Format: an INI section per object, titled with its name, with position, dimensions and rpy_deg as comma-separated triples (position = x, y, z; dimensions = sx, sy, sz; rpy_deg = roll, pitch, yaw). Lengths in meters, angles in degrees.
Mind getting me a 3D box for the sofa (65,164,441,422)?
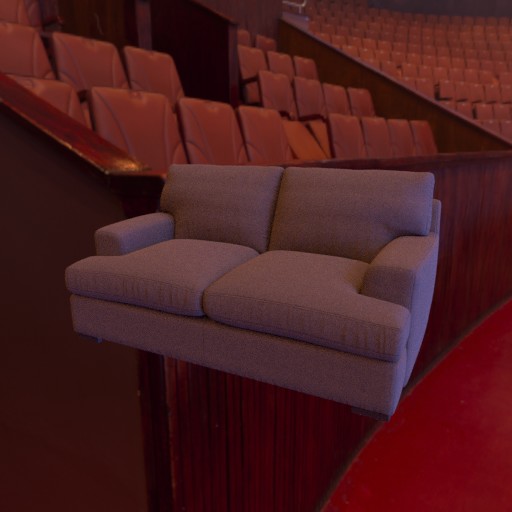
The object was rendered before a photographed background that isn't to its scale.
[sofa]
position = 0.000, 0.000, 2.505
dimensions = 1.869, 0.950, 1.140
rpy_deg = 7, 17, 26
